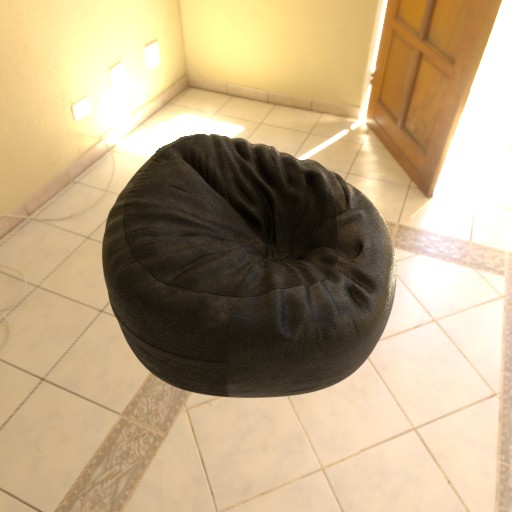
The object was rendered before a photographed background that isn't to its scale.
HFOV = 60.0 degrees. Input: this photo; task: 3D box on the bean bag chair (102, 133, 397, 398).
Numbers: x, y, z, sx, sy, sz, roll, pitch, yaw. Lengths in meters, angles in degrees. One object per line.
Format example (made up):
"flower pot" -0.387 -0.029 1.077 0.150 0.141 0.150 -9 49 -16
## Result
"bean bag chair" 0.000 0.000 2.448 1.524 0.878 1.524 10 46 10
